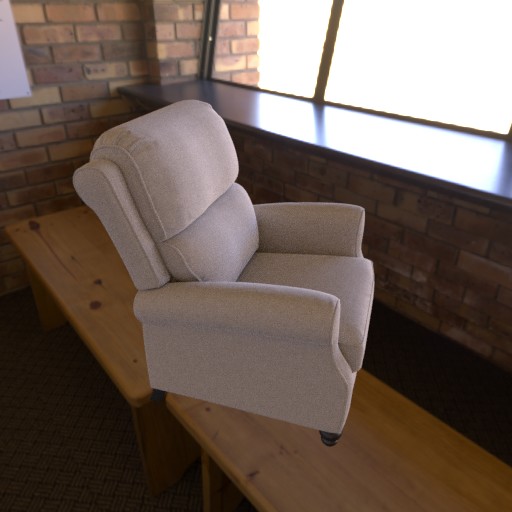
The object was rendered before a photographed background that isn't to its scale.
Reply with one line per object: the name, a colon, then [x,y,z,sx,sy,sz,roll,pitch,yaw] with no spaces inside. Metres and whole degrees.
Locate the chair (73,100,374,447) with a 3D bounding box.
chair: [0.000,0.000,1.729,0.919,1.046,0.859,9,31,15]
